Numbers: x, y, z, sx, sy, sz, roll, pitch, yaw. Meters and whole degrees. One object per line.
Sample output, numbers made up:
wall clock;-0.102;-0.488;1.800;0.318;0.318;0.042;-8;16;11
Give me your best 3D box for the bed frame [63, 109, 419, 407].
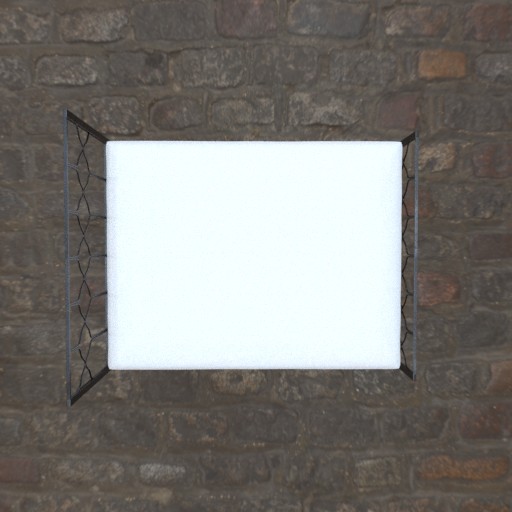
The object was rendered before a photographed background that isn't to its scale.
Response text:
bed frame;0.000;0.000;2.994;2.063;1.222;1.597;0;92;0
